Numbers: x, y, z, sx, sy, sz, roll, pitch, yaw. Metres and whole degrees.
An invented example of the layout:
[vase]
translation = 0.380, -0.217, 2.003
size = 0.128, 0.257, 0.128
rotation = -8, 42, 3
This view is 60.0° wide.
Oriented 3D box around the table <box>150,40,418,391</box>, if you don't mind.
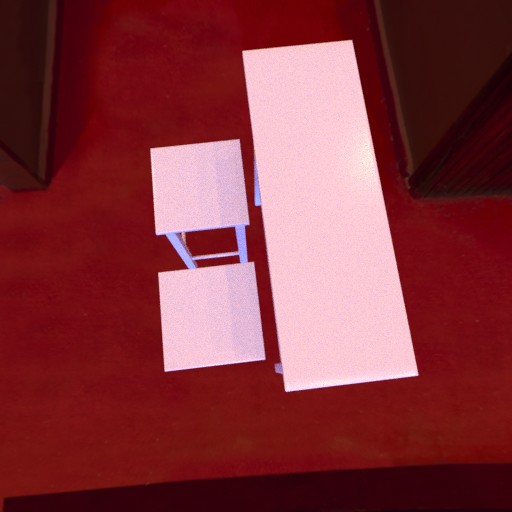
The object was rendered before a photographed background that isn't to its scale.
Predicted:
[table]
translation = 0.000, 0.000, 1.640
size = 0.650, 1.065, 0.915
rotation = -6, 76, -2
